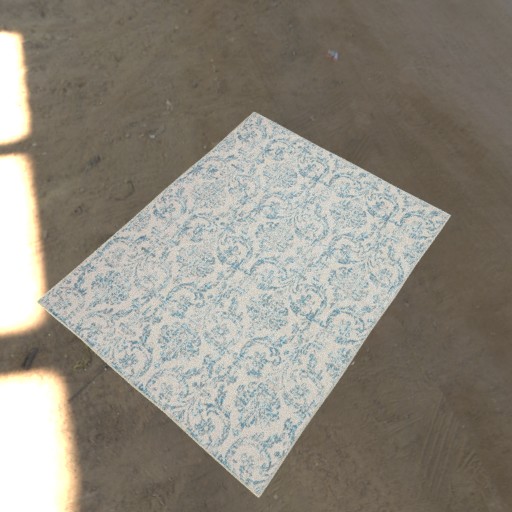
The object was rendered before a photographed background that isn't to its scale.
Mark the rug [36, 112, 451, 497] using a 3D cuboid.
[{"bbox_3d":[0.000,0.000,3.960,2.363,0.012,2.980,33,64,19],"label":"rug"}]
